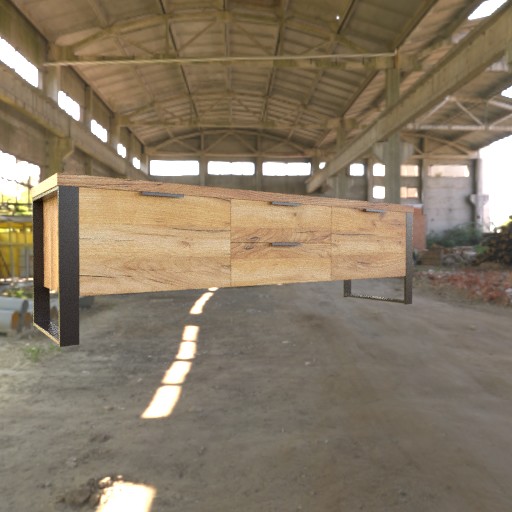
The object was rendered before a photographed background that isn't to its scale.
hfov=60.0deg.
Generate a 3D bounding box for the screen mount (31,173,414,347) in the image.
[{"bbox_3d":[0.000,0.000,1.735,1.524,0.450,0.395,-1,1,-36],"label":"screen mount"}]
